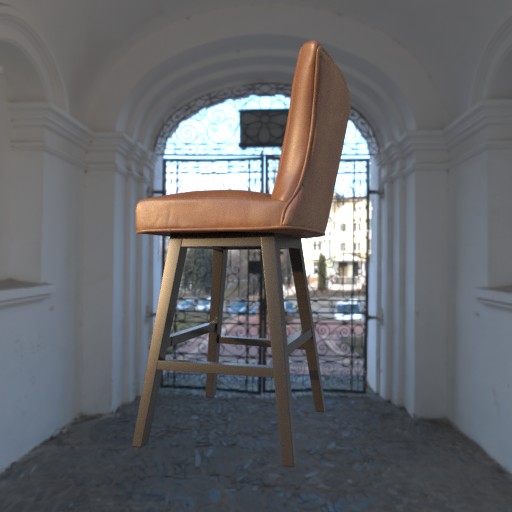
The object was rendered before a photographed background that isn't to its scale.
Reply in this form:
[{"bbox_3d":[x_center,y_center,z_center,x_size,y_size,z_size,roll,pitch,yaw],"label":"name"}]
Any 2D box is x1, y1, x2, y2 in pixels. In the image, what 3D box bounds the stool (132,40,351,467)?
[{"bbox_3d":[0.000,0.000,1.423,0.585,1.094,0.522,0,-1,19],"label":"stool"}]
